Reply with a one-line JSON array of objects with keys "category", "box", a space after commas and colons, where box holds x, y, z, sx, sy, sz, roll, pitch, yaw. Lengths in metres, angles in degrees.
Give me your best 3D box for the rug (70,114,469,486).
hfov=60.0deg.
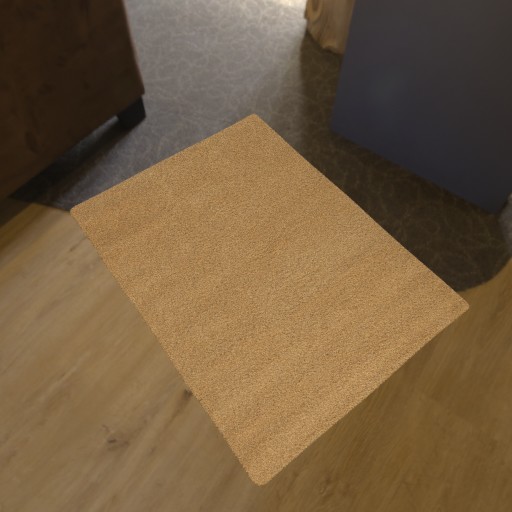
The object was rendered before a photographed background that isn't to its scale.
[{"category": "rug", "box": [0.000, 0.000, 2.132, 1.199, 0.025, 1.600, -33, 64, -19]}]
